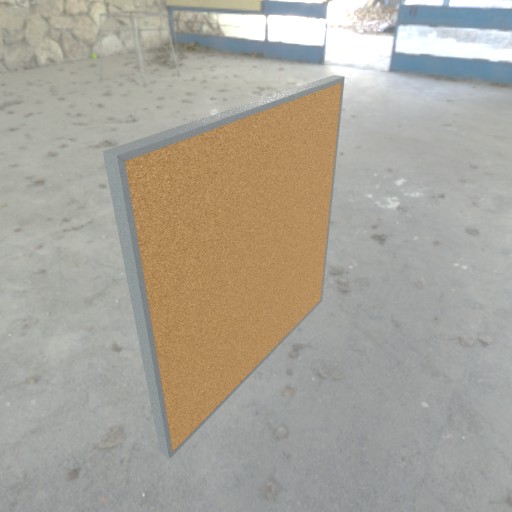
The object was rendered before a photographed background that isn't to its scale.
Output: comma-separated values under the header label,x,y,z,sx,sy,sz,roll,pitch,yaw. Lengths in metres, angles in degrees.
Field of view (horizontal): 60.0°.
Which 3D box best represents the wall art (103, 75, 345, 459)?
label,x,y,z,sx,sy,sz,roll,pitch,yaw
wall art,0.000,0.000,1.208,0.038,0.807,0.809,21,38,30
